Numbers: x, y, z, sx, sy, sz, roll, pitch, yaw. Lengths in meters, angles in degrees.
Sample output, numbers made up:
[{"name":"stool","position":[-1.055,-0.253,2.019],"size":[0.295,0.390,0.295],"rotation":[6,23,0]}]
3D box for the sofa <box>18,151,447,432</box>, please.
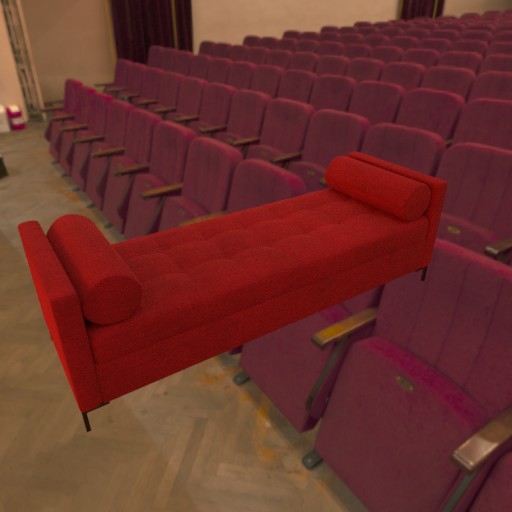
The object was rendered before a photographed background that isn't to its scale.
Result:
[{"name":"sofa","position":[0.000,0.000,2.245],"size":[1.981,0.635,0.686],"rotation":[-18,34,-29]}]
